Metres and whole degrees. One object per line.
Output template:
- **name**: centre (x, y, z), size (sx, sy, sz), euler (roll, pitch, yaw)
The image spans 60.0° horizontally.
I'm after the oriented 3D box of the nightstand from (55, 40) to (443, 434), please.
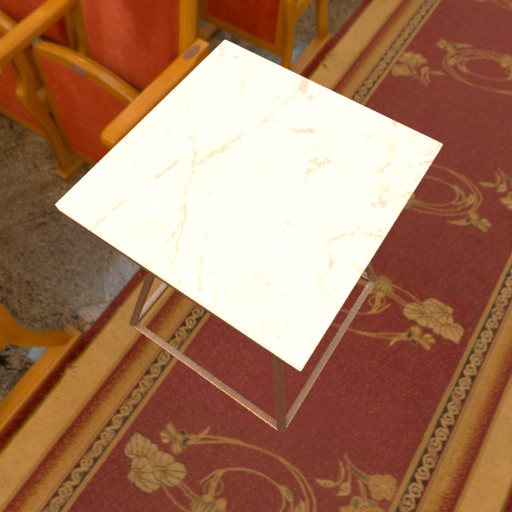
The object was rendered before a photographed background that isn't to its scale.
- **nightstand**: centre (0.000, 0.000, 0.891), size (0.455, 0.554, 0.455), euler (32, 68, 14)
